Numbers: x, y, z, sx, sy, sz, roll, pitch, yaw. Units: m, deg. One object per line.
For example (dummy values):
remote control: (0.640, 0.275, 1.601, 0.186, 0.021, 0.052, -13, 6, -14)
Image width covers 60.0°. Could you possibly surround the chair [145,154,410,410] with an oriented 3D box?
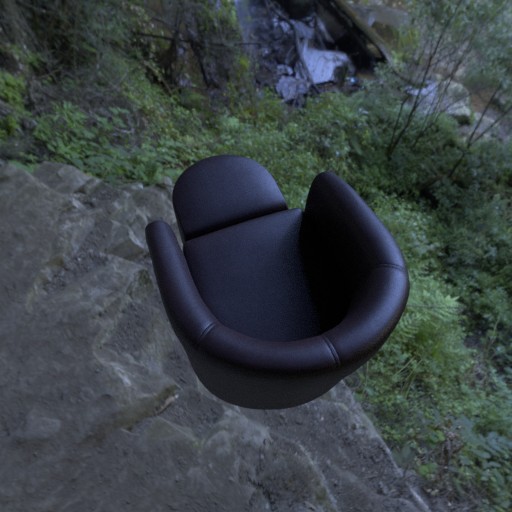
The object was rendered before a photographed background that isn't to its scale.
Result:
chair: (0.000, 0.000, 1.681, 0.737, 0.755, 1.176, -18, 60, -11)
